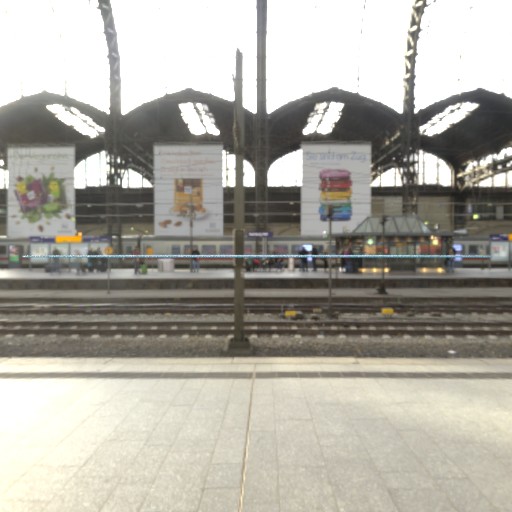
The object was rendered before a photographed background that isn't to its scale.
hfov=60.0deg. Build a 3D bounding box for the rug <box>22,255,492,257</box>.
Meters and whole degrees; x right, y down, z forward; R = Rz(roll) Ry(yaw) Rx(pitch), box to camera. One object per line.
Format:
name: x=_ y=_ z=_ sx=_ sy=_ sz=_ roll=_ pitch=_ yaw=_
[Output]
rug: x=0.000 y=0.000 z=3.987 sx=2.980 sy=0.012 sz=2.363 roll=0 pitch=0 yaw=-1
